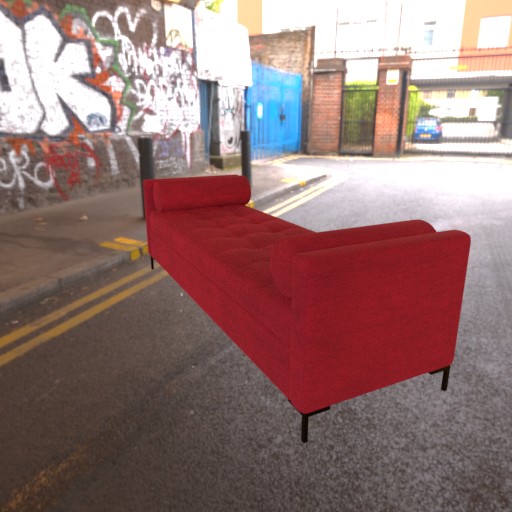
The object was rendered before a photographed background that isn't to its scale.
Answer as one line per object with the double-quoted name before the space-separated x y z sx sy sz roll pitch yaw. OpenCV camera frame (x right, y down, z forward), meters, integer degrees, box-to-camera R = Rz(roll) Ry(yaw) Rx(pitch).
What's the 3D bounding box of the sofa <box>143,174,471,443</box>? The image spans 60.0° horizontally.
"sofa" 0.000 0.000 2.312 0.686 0.635 1.981 -8 19 -26
